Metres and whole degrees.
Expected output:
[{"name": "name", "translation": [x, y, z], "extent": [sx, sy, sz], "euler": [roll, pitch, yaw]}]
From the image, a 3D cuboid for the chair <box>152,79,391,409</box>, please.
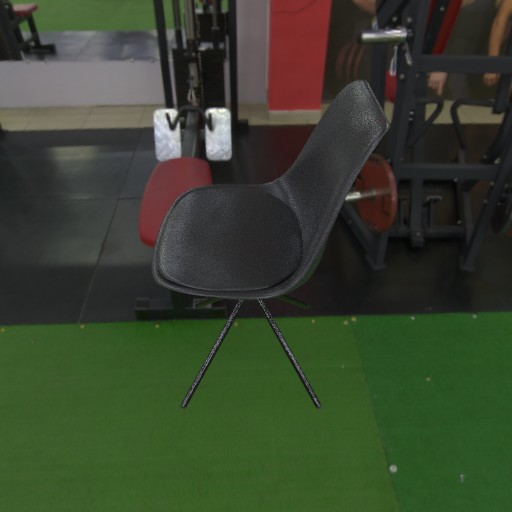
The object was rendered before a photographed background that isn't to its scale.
[{"name": "chair", "translation": [0.000, 0.000, 1.188], "extent": [0.525, 0.850, 0.461], "euler": [0, 41, 0]}]
